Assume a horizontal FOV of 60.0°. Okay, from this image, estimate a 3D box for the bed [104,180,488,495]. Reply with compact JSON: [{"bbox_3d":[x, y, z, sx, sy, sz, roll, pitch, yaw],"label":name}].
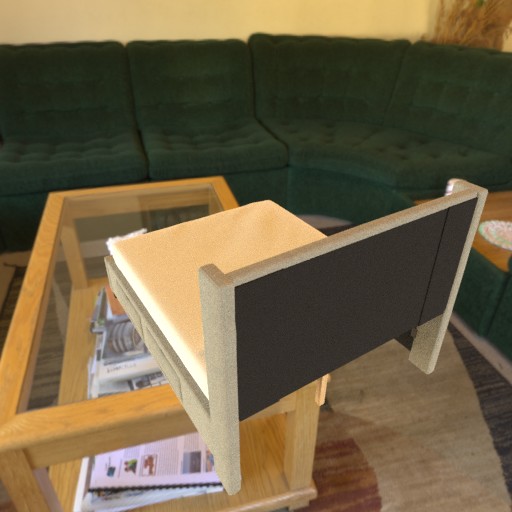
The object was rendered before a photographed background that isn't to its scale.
[{"bbox_3d":[0.000,0.000,3.327,1.774,1.491,2.222,-19,37,-27],"label":"bed"}]
